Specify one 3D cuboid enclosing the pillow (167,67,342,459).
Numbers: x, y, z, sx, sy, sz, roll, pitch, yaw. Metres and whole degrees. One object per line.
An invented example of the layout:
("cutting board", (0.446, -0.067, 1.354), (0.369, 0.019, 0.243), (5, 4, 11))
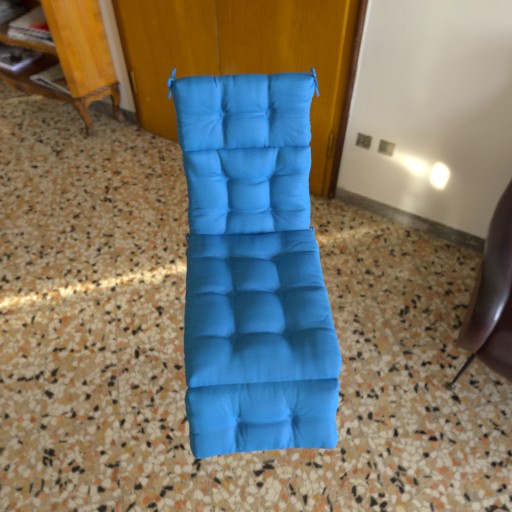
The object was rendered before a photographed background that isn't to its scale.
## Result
("pillow", (0.000, 0.000, 1.482), (0.526, 0.863, 1.016), (-3, 48, -3))
